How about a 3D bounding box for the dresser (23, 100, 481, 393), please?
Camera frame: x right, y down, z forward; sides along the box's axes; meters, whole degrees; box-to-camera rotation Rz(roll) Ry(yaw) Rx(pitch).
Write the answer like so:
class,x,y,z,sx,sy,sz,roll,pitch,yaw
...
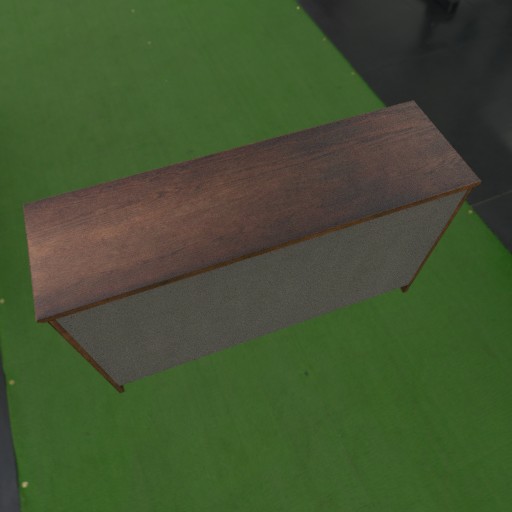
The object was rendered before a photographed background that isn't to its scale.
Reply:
class,x,y,z,sx,sy,sz,roll,pitch,yaw
dresser,0.000,0.000,1.918,1.551,0.856,0.463,-18,60,-10
